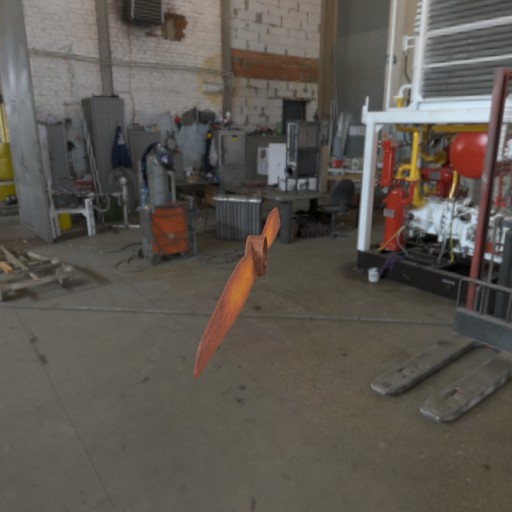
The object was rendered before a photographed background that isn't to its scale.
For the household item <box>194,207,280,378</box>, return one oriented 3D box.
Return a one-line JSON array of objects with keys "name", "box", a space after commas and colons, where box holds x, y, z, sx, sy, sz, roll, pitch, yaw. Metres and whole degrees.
[{"name": "household item", "box": [0.000, 0.000, 1.237, 0.051, 0.121, 1.181, 2, 16, 9]}]
